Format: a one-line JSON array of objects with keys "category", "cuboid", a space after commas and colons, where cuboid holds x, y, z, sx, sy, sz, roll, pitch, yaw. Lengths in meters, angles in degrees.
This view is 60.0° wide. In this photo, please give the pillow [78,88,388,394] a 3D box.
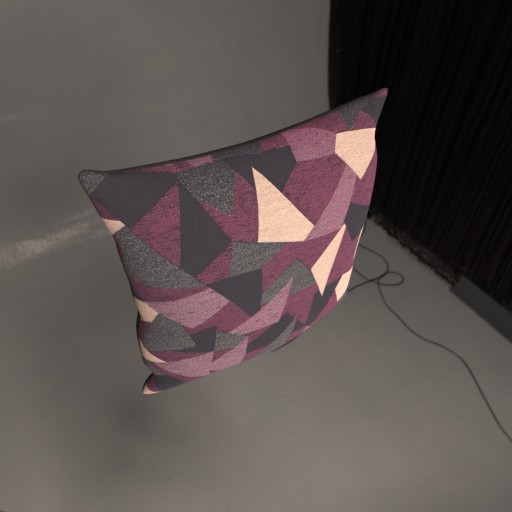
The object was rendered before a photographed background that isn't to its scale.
[{"category": "pillow", "cuboid": [0.000, 0.000, 0.773, 0.503, 0.496, 0.208, -23, 49, -22]}]
